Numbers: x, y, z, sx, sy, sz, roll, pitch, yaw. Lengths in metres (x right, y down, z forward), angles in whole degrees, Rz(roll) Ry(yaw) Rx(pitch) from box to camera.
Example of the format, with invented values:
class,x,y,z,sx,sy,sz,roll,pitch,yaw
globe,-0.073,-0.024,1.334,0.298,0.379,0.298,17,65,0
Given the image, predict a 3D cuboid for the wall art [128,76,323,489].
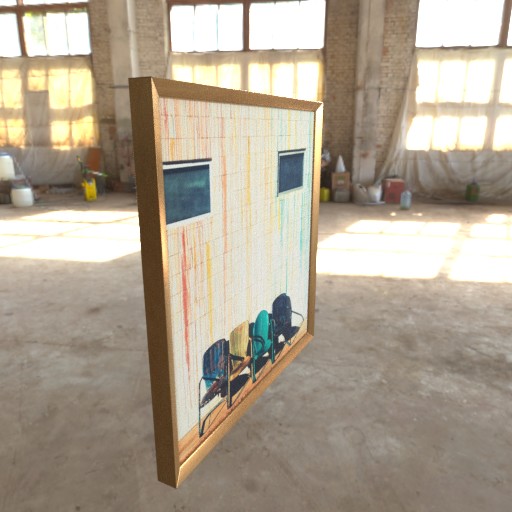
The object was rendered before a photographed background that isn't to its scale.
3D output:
class,x,y,z,sx,sy,sz,roll,pitch,yaw
wall art,0.000,0.000,0.439,0.019,0.302,0.302,8,18,27
